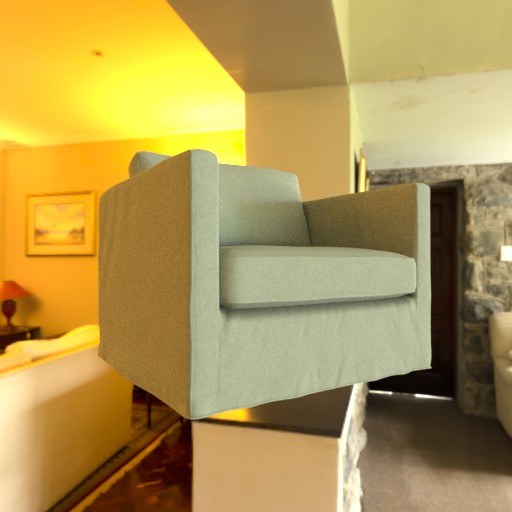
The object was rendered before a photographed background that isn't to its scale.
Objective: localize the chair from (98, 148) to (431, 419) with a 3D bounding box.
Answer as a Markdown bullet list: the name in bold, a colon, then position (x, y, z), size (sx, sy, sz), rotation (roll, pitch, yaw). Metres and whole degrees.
- **chair**: position (0.000, 0.000, 1.806), size (1.057, 0.863, 0.949), rotation (0, -1, -34)
